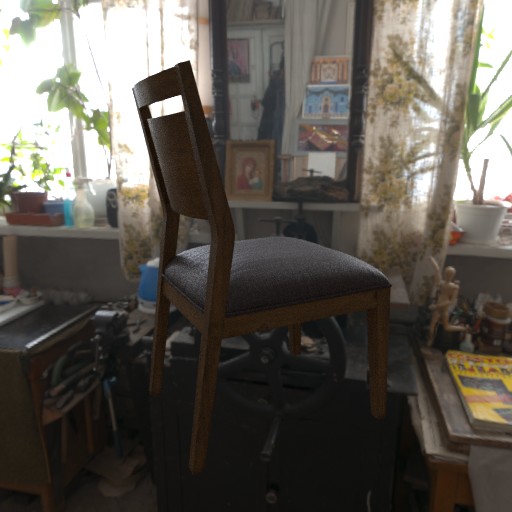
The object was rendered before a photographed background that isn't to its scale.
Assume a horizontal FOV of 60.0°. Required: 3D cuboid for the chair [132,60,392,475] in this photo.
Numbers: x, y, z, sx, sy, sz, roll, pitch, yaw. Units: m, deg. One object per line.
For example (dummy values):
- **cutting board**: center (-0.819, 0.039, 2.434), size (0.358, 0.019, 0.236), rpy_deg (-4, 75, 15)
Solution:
- **chair**: center (0.000, 0.000, 1.276), size (0.610, 0.939, 0.501), rpy_deg (-7, 15, -26)
